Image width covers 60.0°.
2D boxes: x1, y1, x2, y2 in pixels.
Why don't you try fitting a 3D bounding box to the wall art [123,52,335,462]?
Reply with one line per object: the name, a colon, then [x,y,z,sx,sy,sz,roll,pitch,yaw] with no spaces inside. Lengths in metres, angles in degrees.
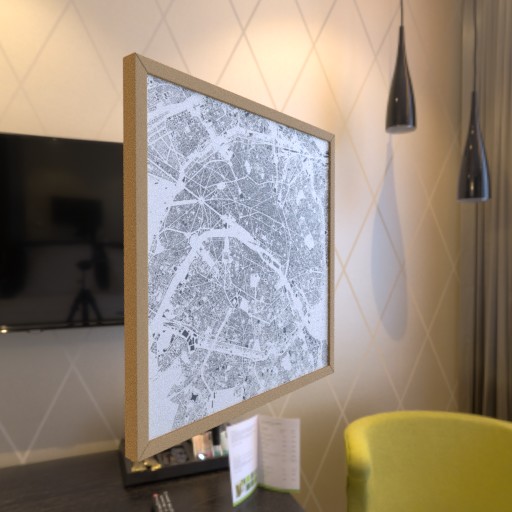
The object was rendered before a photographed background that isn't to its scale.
wall art: [0.000,0.000,1.129,0.037,0.761,0.761,1,2,38]
